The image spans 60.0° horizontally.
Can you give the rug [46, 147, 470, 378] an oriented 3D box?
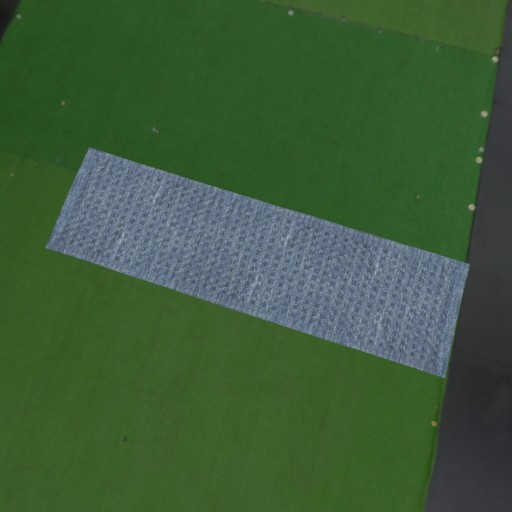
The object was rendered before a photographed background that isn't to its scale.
[{"bbox_3d":[0.000,0.000,2.641,2.443,0.008,0.688,18,78,4],"label":"rug"}]
